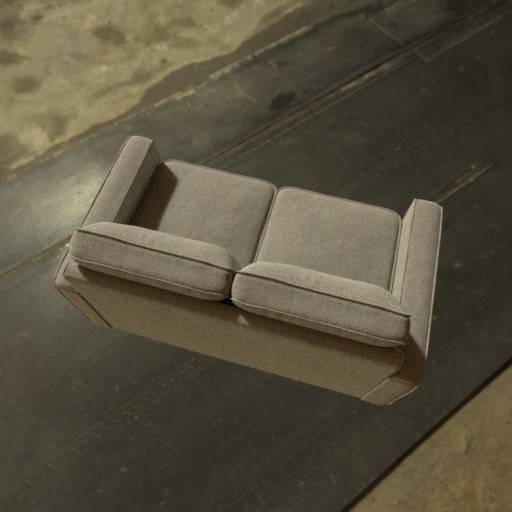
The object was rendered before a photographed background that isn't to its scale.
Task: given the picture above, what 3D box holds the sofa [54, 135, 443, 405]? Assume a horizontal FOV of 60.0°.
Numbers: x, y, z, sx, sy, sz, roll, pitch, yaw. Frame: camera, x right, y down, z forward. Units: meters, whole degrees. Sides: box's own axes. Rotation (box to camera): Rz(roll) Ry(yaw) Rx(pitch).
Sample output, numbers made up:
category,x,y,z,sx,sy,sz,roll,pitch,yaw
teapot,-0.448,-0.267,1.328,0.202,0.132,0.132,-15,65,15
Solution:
category,x,y,z,sx,sy,sz,roll,pitch,yaw
sofa,0.000,0.000,2.236,1.706,0.915,0.945,14,64,7
